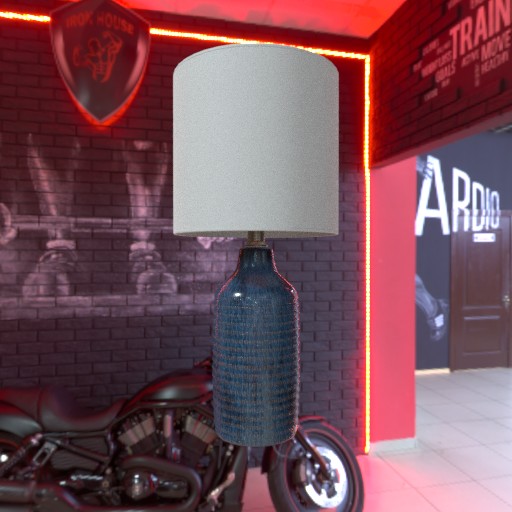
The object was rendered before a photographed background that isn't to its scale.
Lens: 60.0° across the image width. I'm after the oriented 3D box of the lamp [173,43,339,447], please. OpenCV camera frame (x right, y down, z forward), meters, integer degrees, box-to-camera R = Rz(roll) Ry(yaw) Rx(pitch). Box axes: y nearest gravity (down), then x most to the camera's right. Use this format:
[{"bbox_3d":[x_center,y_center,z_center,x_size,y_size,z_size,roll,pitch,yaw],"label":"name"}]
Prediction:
[{"bbox_3d":[0.000,0.000,0.603,0.220,0.475,0.220,0,0,19],"label":"lamp"}]
